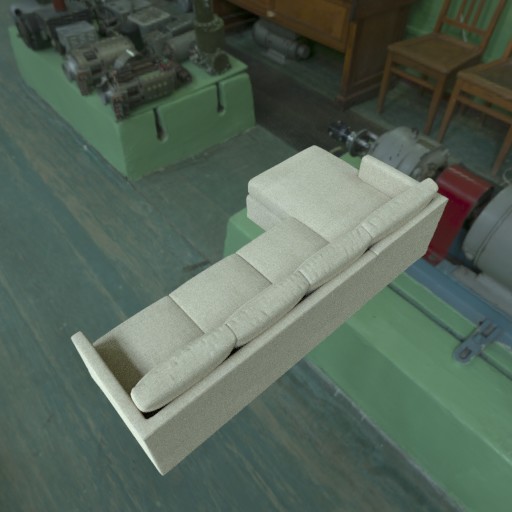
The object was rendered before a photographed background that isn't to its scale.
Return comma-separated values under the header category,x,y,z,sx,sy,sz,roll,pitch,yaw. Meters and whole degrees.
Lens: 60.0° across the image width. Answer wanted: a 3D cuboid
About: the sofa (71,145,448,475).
category,x,y,z,sx,sy,sz,roll,pitch,yaw
sofa,0.000,0.000,3.856,3.205,0.922,1.650,-33,56,-26
